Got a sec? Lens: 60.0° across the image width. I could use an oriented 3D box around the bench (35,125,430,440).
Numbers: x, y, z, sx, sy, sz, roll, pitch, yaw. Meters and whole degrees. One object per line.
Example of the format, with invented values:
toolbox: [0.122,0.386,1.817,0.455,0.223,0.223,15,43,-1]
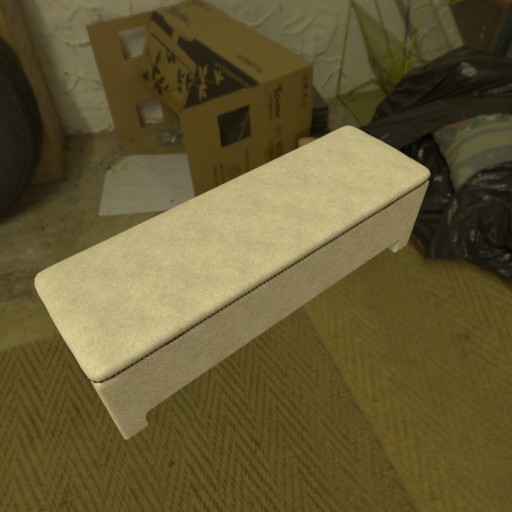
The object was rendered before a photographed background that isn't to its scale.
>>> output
bench: [0.000,0.000,1.742,1.482,0.447,0.470,-30,54,-25]
